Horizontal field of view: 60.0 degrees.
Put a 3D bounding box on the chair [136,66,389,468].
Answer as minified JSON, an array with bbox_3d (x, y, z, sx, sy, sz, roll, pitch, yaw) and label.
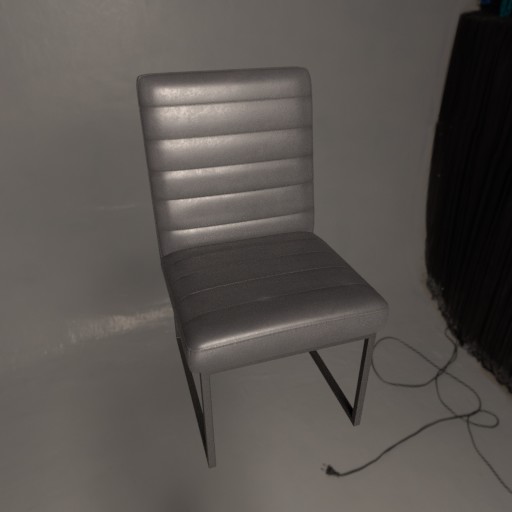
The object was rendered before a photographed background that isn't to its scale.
[{"bbox_3d":[0.000,0.000,1.277,0.520,0.930,0.634,-9,32,-15],"label":"chair"}]
